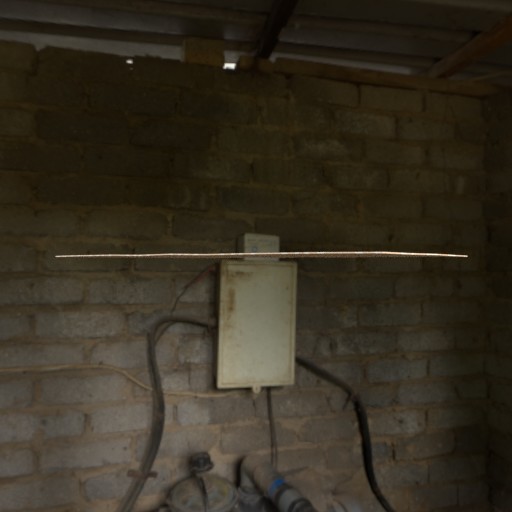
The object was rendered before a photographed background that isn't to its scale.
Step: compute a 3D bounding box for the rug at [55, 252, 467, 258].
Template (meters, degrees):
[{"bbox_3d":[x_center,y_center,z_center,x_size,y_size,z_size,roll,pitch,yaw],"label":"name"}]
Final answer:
[{"bbox_3d":[0.000,0.000,2.223,1.745,0.010,1.146,0,-1,36],"label":"rug"}]
